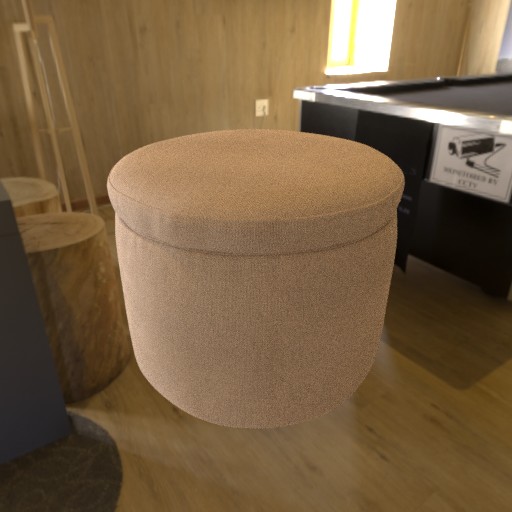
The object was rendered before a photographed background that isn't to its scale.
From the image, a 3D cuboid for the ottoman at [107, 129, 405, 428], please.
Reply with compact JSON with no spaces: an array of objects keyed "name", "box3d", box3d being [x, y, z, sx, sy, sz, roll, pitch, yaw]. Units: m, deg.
[{"name":"ottoman","box3d":[0.000,0.000,0.842,0.497,0.409,0.497,0,27,0]}]
